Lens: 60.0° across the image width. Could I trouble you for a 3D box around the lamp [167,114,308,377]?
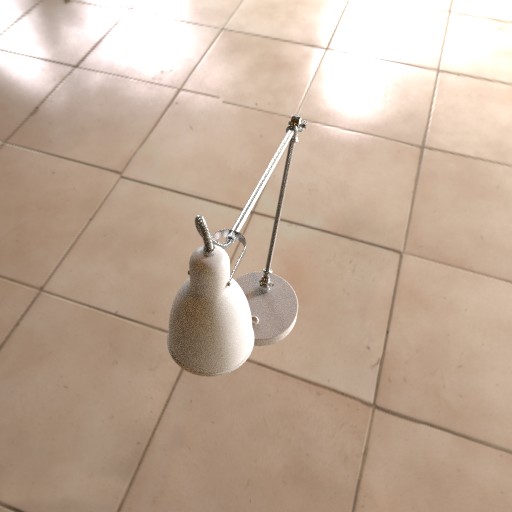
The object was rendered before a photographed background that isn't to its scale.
[{"bbox_3d":[0.000,0.000,0.853,0.187,0.587,0.561,15,58,10],"label":"lamp"}]
